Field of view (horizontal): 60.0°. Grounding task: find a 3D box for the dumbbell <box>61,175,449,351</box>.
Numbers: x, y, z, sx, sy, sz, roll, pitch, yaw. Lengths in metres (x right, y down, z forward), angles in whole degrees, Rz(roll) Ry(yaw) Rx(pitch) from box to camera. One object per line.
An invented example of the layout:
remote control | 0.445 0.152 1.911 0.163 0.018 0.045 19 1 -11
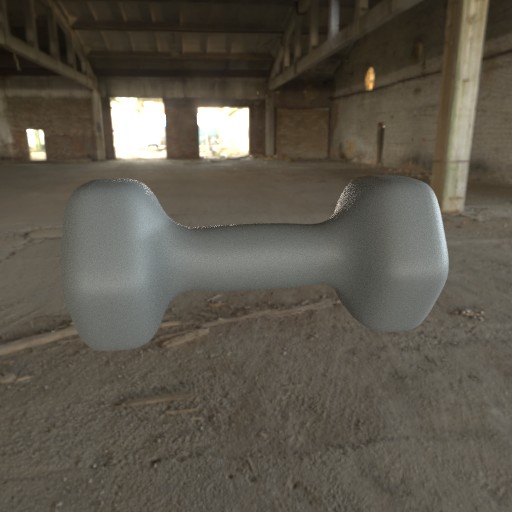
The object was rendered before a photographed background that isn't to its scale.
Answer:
dumbbell | 0.000 0.000 0.233 0.184 0.081 0.090 -2 15 -8
